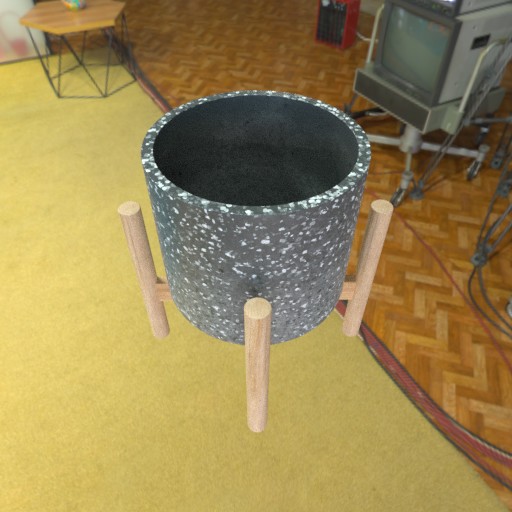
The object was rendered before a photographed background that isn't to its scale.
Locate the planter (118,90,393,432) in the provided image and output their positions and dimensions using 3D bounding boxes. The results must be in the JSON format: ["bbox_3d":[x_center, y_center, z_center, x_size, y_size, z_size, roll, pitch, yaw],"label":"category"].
[{"bbox_3d":[0.000,0.000,0.548,0.284,0.320,0.284,16,48,15],"label":"planter"}]
